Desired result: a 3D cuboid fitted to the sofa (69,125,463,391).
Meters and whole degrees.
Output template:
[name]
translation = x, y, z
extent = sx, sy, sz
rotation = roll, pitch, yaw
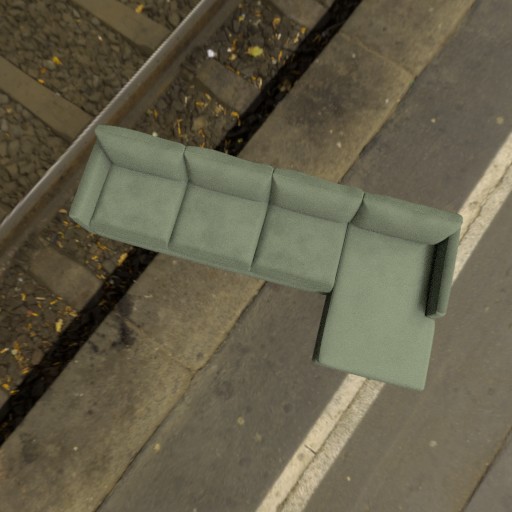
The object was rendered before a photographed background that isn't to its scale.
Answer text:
[sofa]
translation = 0.000, 0.000, 3.226
extent = 2.725, 0.756, 1.255
rotation = 15, 78, 3
